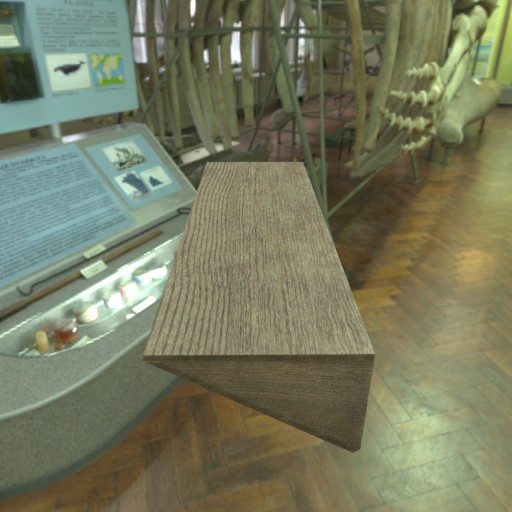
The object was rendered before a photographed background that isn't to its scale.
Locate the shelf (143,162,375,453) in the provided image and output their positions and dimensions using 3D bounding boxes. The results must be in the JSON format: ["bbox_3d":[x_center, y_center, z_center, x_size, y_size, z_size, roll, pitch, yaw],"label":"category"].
[{"bbox_3d":[0.000,0.000,0.680,0.200,0.125,0.610,0,27,0],"label":"shelf"}]
